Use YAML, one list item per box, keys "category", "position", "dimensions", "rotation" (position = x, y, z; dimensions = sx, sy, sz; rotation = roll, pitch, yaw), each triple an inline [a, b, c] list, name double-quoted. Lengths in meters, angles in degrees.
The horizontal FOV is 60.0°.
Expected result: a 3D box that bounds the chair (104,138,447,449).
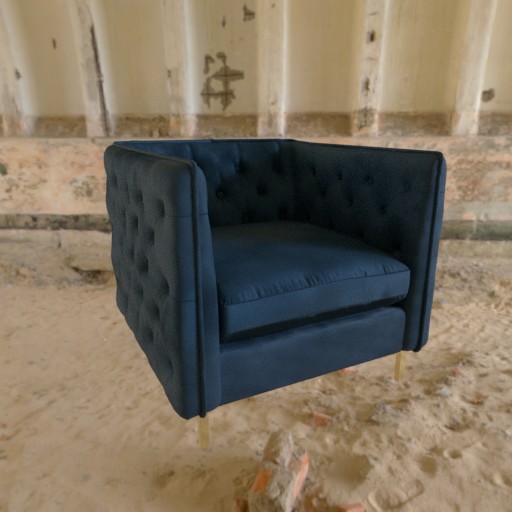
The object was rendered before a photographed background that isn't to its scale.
- category: "chair"
  position: [0.000, 0.000, 1.552]
  dimensions: [0.868, 0.771, 0.877]
  rotation: [-8, 18, -26]
